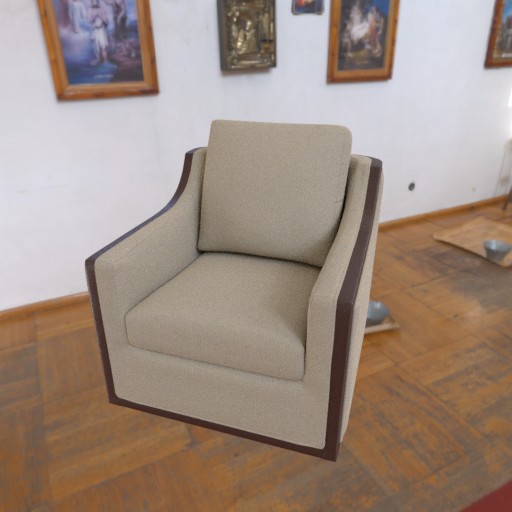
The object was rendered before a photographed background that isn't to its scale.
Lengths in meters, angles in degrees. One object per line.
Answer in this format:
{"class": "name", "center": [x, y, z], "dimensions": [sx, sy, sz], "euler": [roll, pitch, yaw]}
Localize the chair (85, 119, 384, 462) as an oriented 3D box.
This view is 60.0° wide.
{"class": "chair", "center": [0.000, 0.000, 1.716], "dimensions": [0.870, 0.930, 0.950], "euler": [8, 26, 16]}
